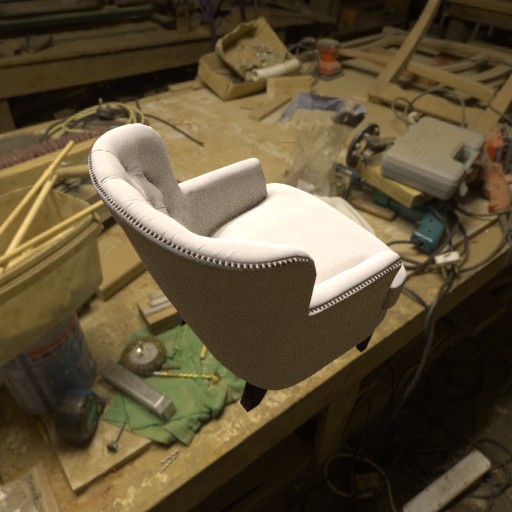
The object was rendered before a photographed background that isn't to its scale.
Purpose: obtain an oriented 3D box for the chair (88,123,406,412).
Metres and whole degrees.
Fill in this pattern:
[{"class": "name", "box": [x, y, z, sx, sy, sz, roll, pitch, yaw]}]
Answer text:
[{"class": "chair", "box": [0.000, 0.000, 1.557, 0.906, 0.868, 0.848, -26, 47, -26]}]
